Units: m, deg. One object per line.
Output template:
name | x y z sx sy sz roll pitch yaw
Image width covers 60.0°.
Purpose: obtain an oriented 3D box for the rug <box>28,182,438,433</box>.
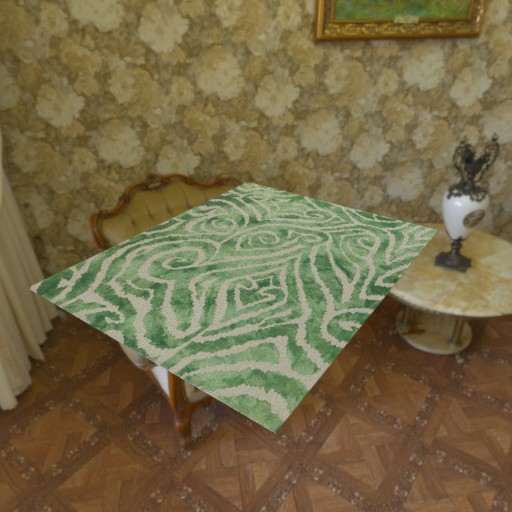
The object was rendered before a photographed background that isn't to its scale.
rug | 0.000 0.000 4.108 2.436 0.007 3.045 20 35 30
